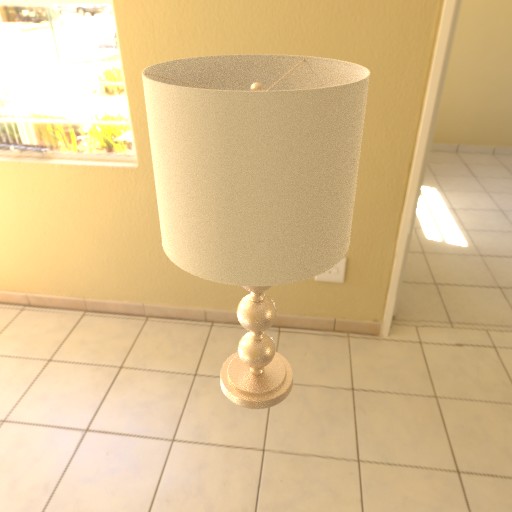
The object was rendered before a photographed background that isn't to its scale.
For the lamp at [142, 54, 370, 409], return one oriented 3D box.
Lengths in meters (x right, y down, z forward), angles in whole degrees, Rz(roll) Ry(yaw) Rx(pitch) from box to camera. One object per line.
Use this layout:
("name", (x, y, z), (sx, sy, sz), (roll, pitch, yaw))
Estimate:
("lamp", (0.000, 0.000, 0.684), (0.277, 0.538, 0.277), (-1, 31, -2))
